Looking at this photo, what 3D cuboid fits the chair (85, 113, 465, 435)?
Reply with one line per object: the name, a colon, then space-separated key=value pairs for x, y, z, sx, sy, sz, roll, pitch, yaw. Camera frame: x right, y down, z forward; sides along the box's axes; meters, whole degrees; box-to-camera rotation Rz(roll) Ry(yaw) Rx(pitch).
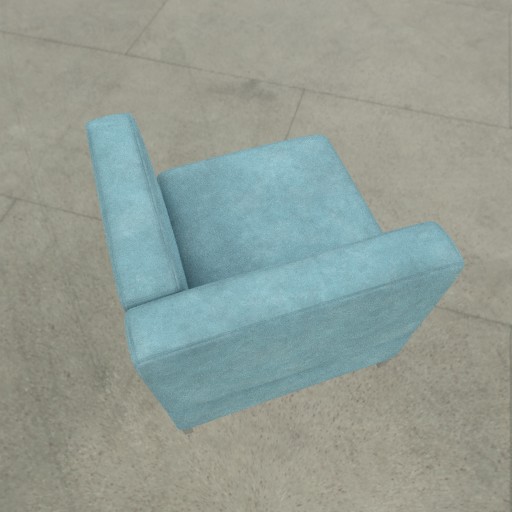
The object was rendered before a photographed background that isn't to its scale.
chair: x=0.000 y=0.000 z=1.236 sx=0.691 sy=0.660 sz=0.684 roll=-16 pitch=59 yaw=-10
